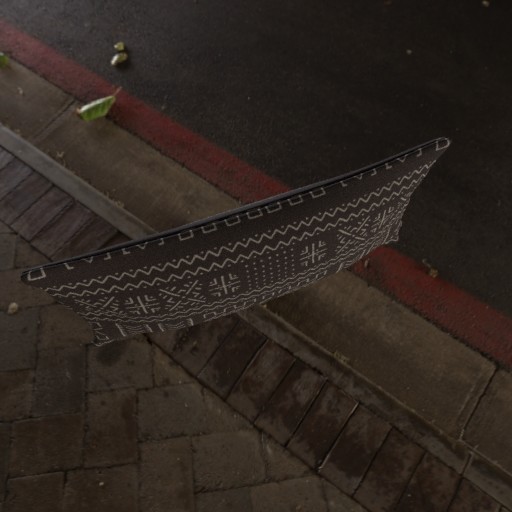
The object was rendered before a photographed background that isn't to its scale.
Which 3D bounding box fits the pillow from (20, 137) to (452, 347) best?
[{"bbox_3d":[0.000,0.000,0.768,0.667,0.322,0.135,-19,64,-9],"label":"pillow"}]
